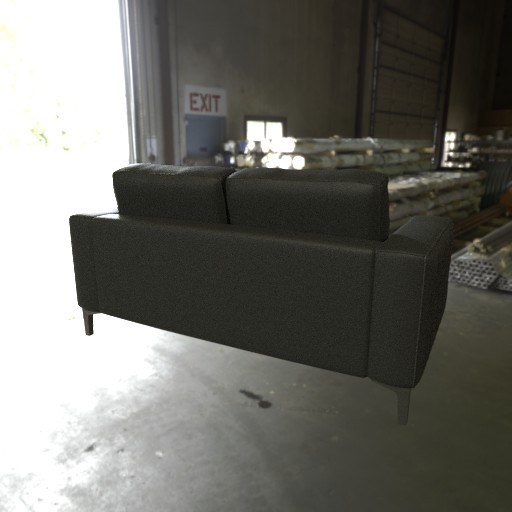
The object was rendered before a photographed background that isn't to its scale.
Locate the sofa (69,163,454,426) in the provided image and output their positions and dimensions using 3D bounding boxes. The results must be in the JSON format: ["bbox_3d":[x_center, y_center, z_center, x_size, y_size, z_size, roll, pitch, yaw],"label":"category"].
[{"bbox_3d":[0.000,0.000,2.193,1.726,0.893,0.833,8,16,27],"label":"sofa"}]
